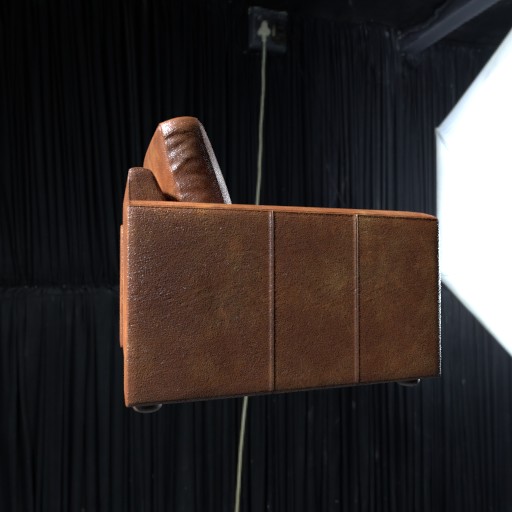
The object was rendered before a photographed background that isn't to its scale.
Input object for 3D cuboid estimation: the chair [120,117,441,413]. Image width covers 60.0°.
[{"bbox_3d":[0.000,0.000,1.757,1.016,0.873,1.005,0,-1,-18],"label":"chair"}]
